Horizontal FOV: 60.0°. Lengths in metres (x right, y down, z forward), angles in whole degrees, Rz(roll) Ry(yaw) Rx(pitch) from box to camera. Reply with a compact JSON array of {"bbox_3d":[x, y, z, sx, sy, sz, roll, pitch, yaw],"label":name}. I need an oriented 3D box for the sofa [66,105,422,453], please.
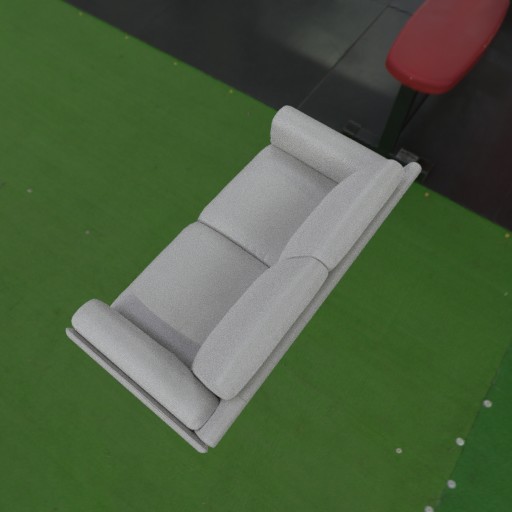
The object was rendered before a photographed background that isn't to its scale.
[{"bbox_3d":[0.000,0.000,2.736,1.049,0.930,2.101,34,68,16],"label":"sofa"}]
